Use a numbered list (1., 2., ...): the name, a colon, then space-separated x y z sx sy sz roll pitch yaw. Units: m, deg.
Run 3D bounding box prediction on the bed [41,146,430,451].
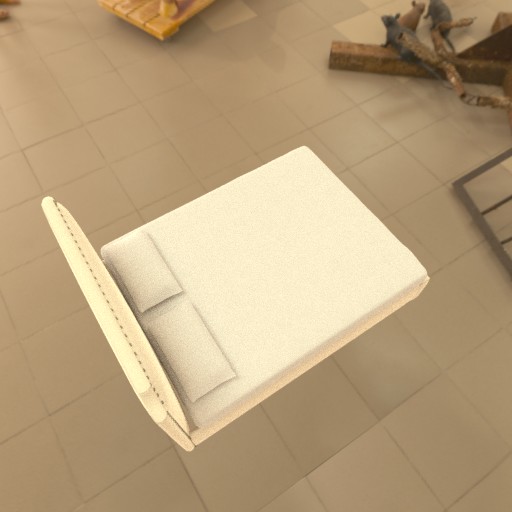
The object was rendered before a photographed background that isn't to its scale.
1. bed: 0.000 0.000 3.443 2.372 1.497 1.712 -30 64 -16
